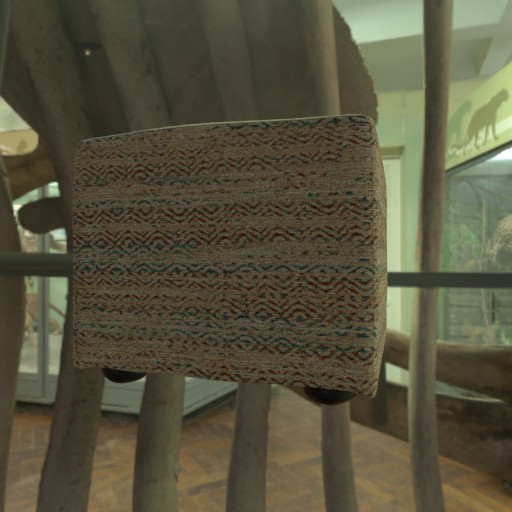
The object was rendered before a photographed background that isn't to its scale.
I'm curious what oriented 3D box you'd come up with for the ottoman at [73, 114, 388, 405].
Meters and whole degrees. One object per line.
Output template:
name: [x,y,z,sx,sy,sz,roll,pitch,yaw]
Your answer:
ottoman: [0.000,0.000,0.919,0.512,0.453,0.521,0,0,18]
